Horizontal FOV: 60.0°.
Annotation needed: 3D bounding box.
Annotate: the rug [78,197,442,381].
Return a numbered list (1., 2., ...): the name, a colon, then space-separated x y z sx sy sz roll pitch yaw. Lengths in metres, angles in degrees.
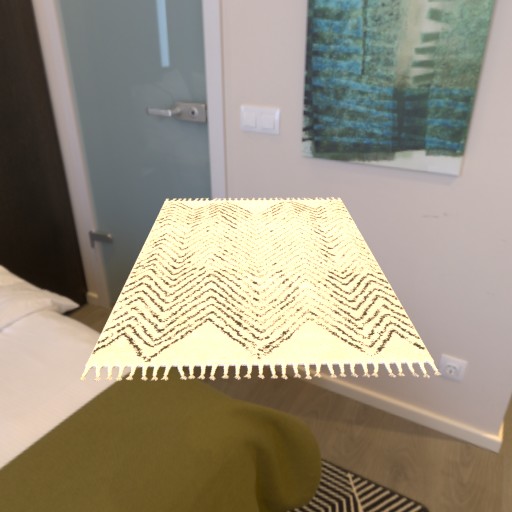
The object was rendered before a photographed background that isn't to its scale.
1. rug: 0.000 0.000 2.304 1.230 0.014 1.847 -1 27 -1
